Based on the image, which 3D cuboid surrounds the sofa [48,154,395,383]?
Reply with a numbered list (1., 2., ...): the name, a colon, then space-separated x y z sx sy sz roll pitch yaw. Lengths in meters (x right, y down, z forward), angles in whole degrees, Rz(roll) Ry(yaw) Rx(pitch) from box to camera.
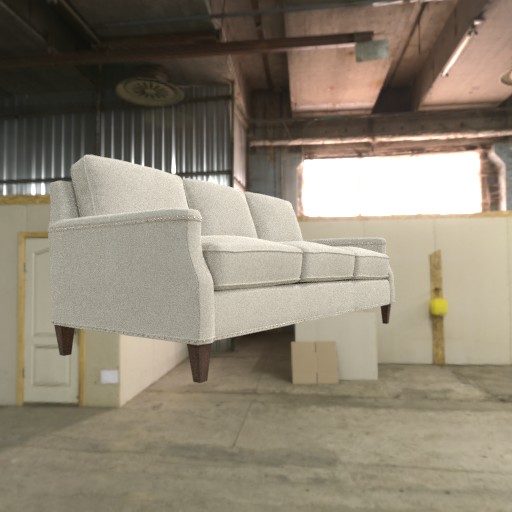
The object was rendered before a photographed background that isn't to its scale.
1. sofa: 0.000 0.000 2.814 1.084 1.003 2.246 -1 -2 35
